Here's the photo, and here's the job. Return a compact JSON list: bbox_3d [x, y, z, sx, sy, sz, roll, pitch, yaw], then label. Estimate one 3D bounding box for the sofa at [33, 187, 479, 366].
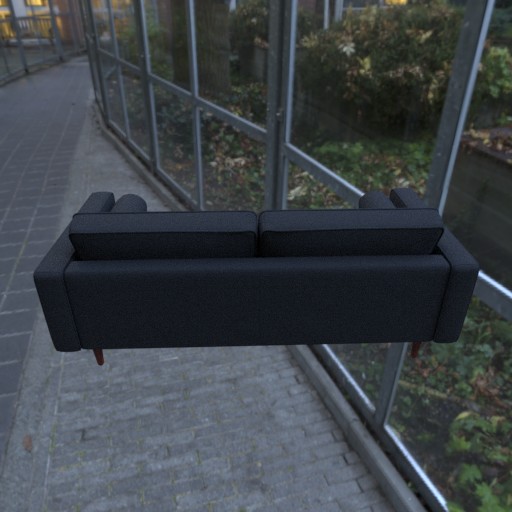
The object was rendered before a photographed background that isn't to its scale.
[{"bbox_3d":[0.000,0.000,2.318,1.875,0.759,0.914,-1,31,-2],"label":"sofa"}]
